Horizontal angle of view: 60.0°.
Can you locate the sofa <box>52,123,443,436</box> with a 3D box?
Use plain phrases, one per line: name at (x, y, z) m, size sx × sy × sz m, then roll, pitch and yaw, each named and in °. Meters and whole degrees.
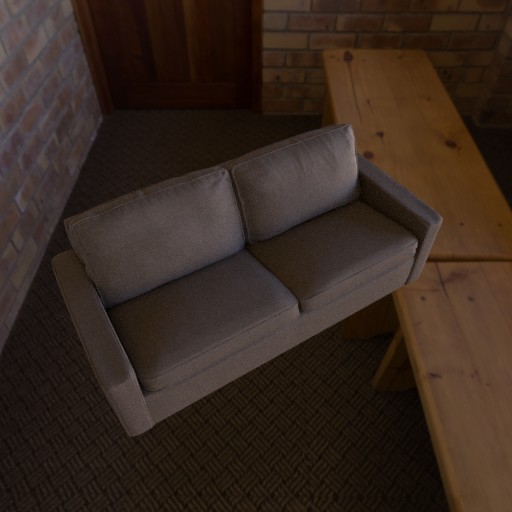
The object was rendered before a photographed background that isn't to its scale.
sofa at (0.000, 0.000, 2.588) m, size 2.080 × 0.919 × 0.940 m, roll -24°, pitch 52°, yaw -21°
